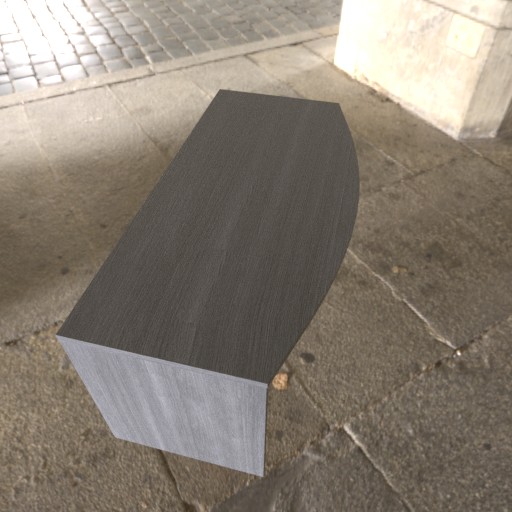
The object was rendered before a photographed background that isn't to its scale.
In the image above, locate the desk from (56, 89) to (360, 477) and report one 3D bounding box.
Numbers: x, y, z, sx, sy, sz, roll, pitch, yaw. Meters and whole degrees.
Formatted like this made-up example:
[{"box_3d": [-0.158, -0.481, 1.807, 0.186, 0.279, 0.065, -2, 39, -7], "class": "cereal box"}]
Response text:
[{"box_3d": [0.000, 0.000, 2.029, 0.802, 0.750, 1.600, 10, 47, 10], "class": "desk"}]
